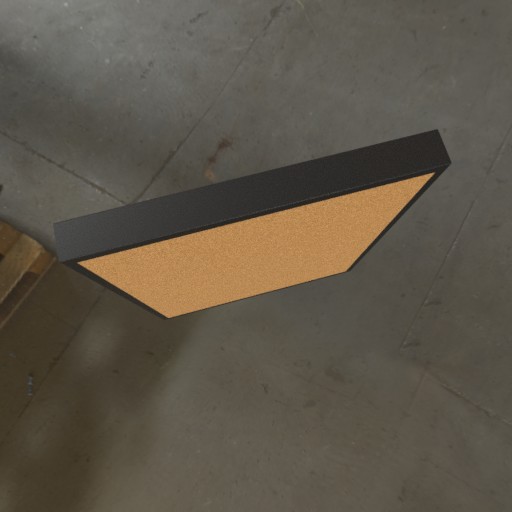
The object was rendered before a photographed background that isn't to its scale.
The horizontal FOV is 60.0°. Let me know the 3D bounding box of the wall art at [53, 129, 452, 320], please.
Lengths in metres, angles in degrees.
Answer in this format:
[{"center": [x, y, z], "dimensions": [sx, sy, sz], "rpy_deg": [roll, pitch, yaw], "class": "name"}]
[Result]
[{"center": [0.000, 0.000, 0.503], "dimensions": [0.294, 0.369, 0.030], "rpy_deg": [-14, 76, -4], "class": "wall art"}]
